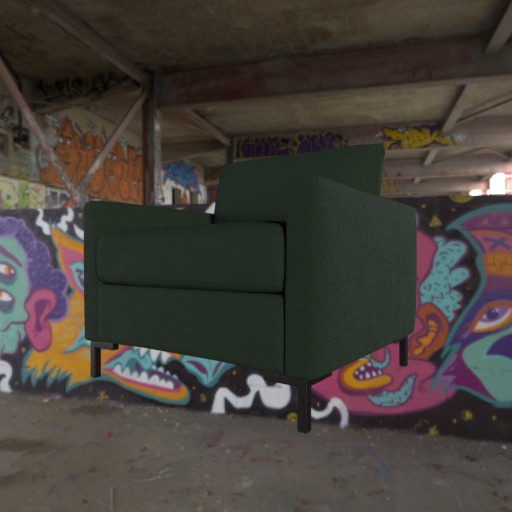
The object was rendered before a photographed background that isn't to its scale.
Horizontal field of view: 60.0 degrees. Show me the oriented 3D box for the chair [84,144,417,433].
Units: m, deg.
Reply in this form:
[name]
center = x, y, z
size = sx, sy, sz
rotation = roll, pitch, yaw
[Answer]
[chair]
center = 0.000, 0.000, 1.649
size = 0.963, 0.861, 0.866
rotation = 0, 0, 35
